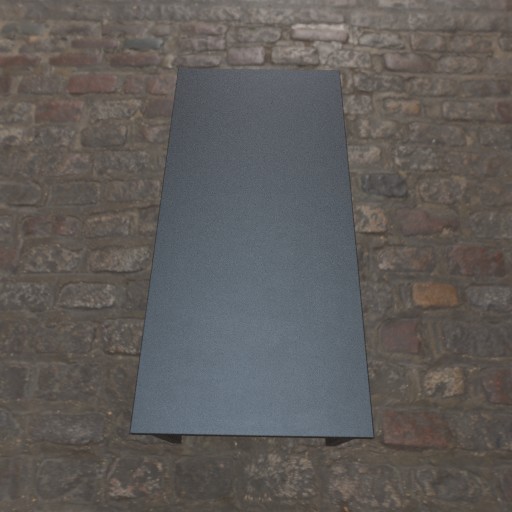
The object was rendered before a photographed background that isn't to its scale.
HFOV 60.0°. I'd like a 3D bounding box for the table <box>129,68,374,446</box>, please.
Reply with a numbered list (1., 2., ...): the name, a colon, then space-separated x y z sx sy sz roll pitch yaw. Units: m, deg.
1. table: 0.000 0.000 1.300 0.483 0.457 1.016 1 64 0
